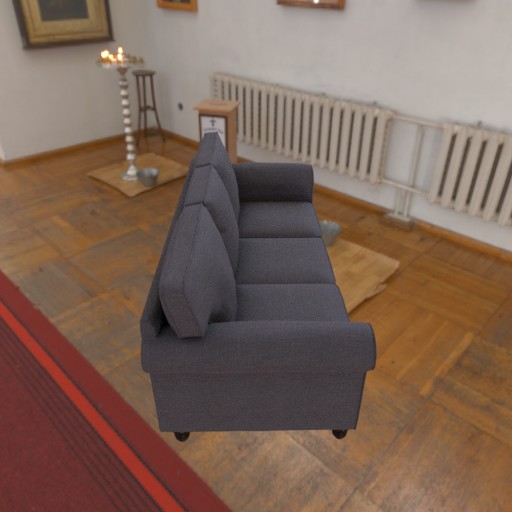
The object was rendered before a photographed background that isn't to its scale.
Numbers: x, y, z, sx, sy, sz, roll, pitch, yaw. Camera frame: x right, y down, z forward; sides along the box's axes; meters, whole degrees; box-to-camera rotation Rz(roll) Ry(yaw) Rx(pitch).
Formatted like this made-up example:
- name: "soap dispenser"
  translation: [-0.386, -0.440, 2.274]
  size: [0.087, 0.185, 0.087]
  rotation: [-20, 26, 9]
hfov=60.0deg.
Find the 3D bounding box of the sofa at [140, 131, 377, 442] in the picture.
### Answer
- name: "sofa"
  translation: [0.000, 0.000, 2.628]
  size: [0.909, 0.966, 2.084]
  rotation: [-1, 31, -1]
